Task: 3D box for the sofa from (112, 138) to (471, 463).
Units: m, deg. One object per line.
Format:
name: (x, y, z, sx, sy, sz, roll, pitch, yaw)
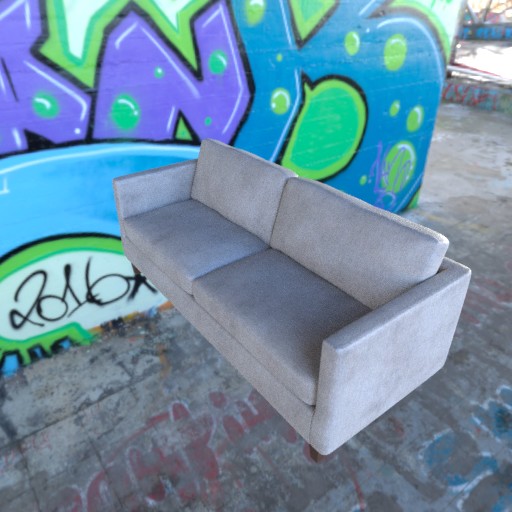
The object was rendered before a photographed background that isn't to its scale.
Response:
sofa: (0.000, 0.000, 2.739, 0.951, 0.965, 2.208, -21, 37, -31)
